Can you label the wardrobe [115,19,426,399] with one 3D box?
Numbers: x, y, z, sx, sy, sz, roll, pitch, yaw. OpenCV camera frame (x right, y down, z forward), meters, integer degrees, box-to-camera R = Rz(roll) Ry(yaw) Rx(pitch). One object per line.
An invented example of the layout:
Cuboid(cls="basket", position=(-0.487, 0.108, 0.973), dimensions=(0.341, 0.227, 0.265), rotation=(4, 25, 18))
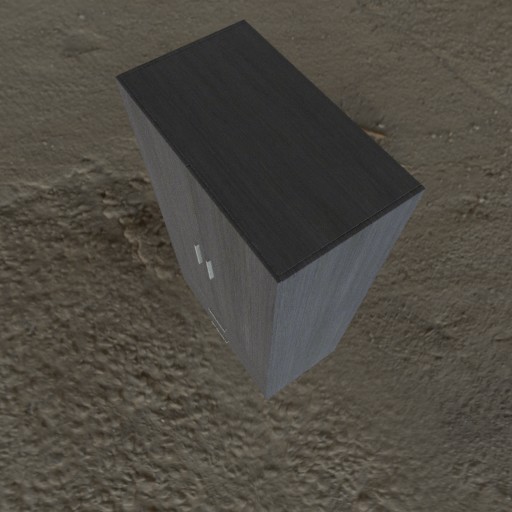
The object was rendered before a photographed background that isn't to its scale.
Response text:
Cuboid(cls="wardrobe", position=(0.000, 0.000, 2.266), dimensions=(0.577, 1.808, 0.991), rotation=(-32, 67, -15))
